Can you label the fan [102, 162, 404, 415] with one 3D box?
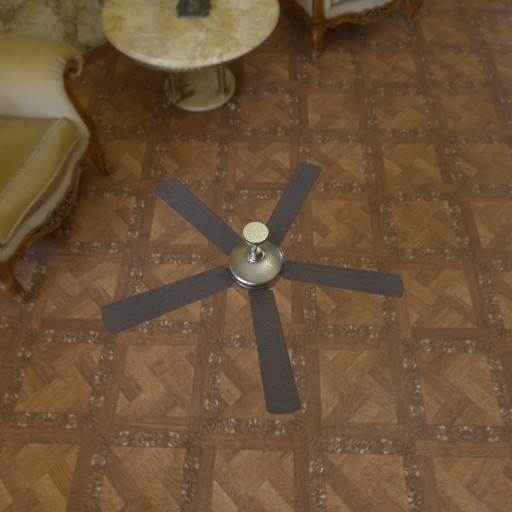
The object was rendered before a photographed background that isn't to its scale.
[{"bbox_3d":[0.000,0.000,1.963,1.321,0.356,1.321,0,57,0],"label":"fan"}]
